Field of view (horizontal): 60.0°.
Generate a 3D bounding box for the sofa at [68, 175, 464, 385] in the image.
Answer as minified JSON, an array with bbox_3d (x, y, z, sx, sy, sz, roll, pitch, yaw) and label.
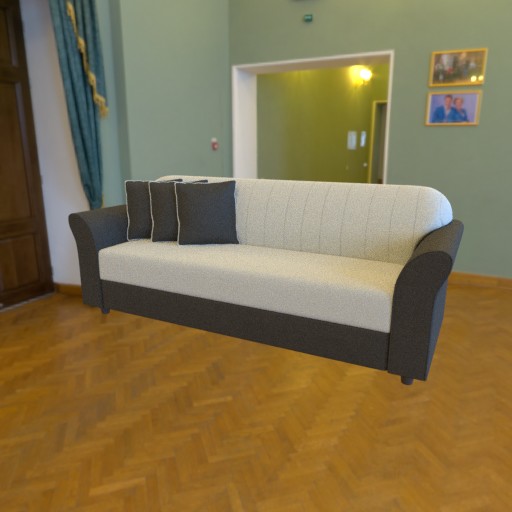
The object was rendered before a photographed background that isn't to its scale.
[{"bbox_3d":[0.000,0.000,2.427,2.001,0.787,0.755,7,16,26],"label":"sofa"}]
